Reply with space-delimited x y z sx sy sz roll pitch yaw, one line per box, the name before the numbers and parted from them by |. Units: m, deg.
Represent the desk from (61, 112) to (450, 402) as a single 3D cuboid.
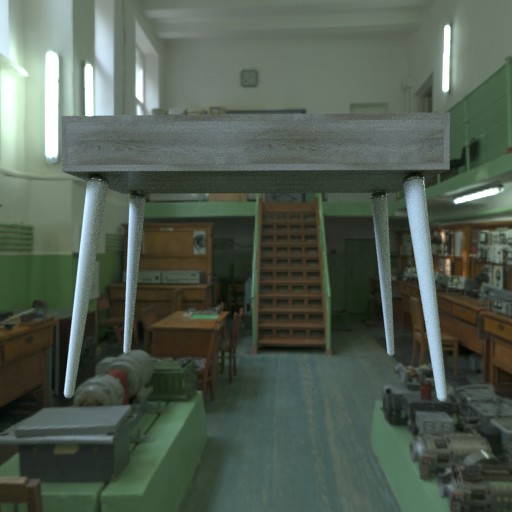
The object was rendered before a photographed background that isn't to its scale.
desk | 0.000 0.000 1.357 0.979 0.723 0.491 0 1 2
